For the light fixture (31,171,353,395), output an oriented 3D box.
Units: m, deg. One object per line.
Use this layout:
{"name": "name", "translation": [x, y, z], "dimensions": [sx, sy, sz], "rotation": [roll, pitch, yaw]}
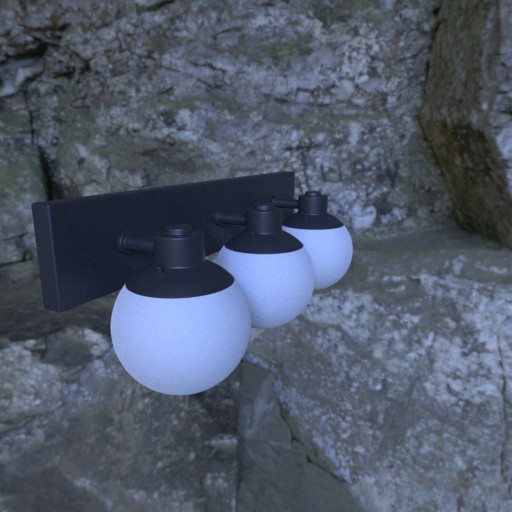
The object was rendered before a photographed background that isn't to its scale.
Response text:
{"name": "light fixture", "translation": [0.000, 0.000, 0.811], "dimensions": [0.218, 0.263, 0.721], "rotation": [7, 16, 27]}
